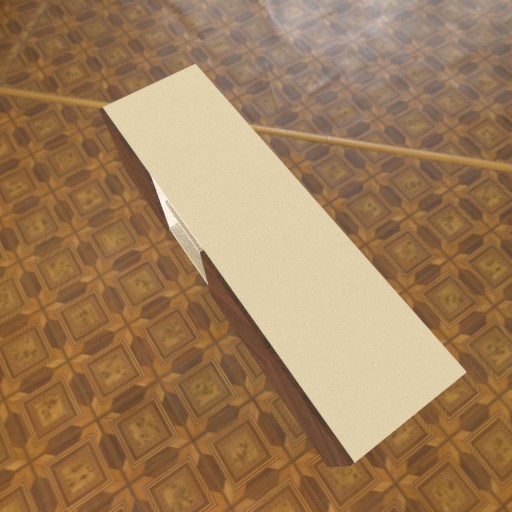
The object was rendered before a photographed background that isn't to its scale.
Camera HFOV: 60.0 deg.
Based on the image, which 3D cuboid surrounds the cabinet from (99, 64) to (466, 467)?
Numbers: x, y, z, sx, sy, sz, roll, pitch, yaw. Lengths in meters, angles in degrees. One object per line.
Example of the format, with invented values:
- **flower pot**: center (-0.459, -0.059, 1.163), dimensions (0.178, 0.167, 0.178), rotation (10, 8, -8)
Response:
- **cabinet**: center (0.000, 0.000, 1.720), dimensions (0.431, 0.533, 1.499), rotation (-32, 68, -14)
